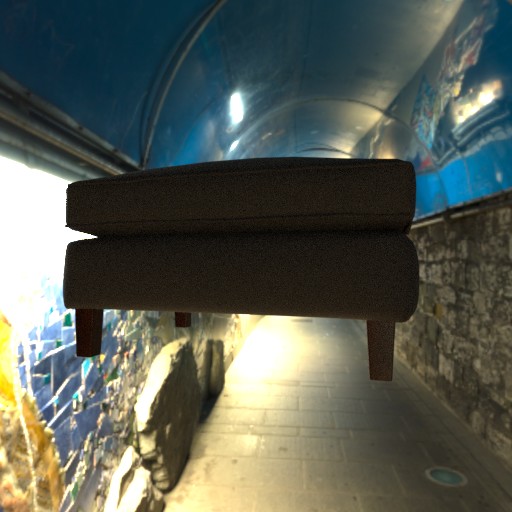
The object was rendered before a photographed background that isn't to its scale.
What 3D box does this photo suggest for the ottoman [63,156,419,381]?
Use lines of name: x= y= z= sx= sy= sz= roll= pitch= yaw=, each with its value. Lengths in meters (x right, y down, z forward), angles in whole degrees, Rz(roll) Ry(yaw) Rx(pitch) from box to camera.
ottoman: x=0.000 y=0.000 z=1.005 sx=0.686 sy=0.406 sz=0.508 roll=0 pitch=-1 yaw=18
